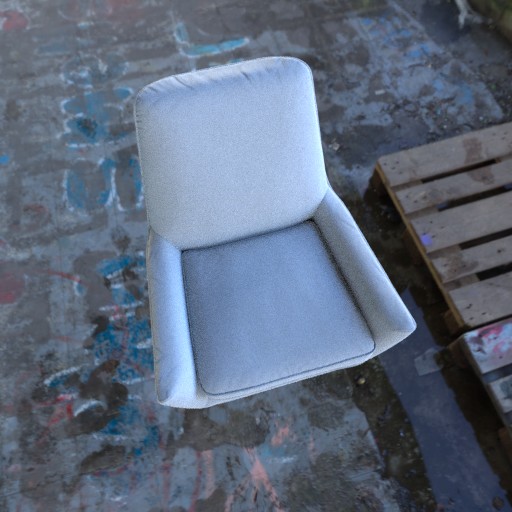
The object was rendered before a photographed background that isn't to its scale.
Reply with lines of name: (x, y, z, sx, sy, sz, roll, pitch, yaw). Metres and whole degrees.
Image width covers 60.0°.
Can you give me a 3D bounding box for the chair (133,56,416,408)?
chair: (0.000, 0.000, 1.470, 0.787, 0.888, 0.822, -14, 65, -7)
